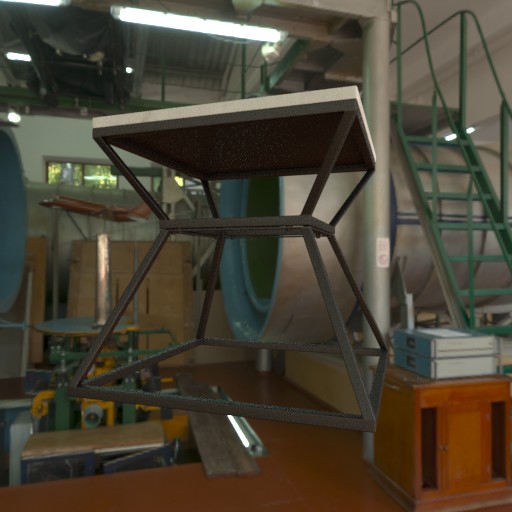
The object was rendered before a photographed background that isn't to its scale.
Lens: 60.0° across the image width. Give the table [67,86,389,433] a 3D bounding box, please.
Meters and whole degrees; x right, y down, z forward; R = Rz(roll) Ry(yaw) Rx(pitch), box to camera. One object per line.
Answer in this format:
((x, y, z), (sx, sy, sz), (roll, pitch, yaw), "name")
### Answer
((0.000, 0.000, 0.820), (0.455, 0.431, 0.455), (0, -1, 19), "table")
